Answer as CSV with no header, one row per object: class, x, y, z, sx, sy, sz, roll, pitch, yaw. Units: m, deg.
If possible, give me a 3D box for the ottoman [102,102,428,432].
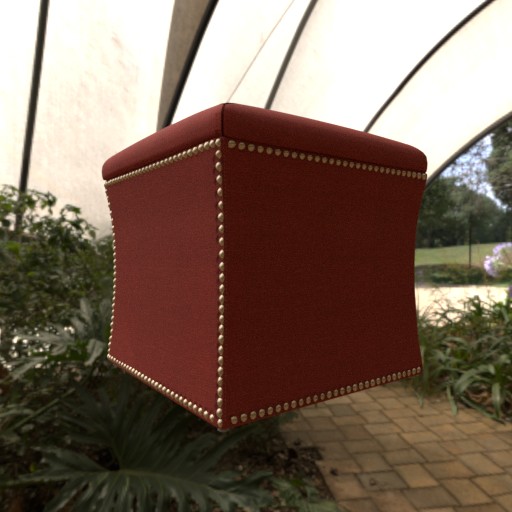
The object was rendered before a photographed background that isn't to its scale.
ottoman,0.000,0.000,0.915,0.497,0.475,0.507,-1,1,-36
